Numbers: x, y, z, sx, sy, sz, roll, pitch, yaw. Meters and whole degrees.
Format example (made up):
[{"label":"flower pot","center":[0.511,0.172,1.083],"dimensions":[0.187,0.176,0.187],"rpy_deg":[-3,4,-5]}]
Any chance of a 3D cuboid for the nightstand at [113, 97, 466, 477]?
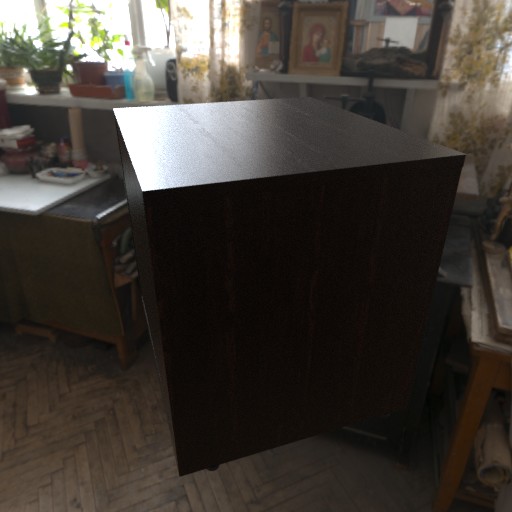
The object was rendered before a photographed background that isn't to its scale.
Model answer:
[{"label":"nightstand","center":[0.000,0.000,0.852],"dimensions":[0.427,0.487,0.489],"rpy_deg":[-10,30,-17]}]
